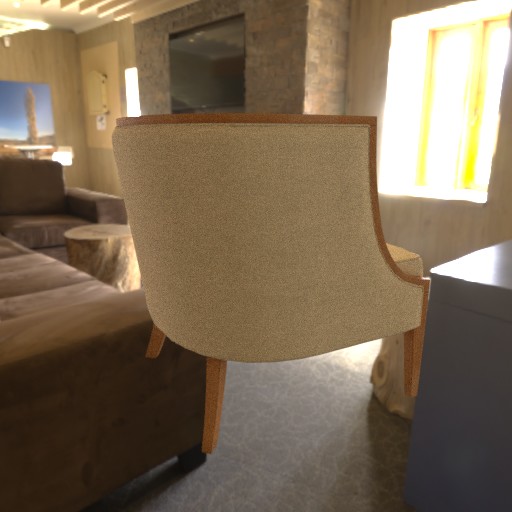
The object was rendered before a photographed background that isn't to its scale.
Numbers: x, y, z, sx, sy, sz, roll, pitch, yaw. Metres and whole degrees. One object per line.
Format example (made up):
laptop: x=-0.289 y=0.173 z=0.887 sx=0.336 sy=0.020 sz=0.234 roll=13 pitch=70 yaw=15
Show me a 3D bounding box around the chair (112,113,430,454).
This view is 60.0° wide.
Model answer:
chair: x=0.000 y=0.000 z=1.325 sx=0.757 sy=0.775 sz=0.711 roll=-8 pitch=17 yaw=-27
